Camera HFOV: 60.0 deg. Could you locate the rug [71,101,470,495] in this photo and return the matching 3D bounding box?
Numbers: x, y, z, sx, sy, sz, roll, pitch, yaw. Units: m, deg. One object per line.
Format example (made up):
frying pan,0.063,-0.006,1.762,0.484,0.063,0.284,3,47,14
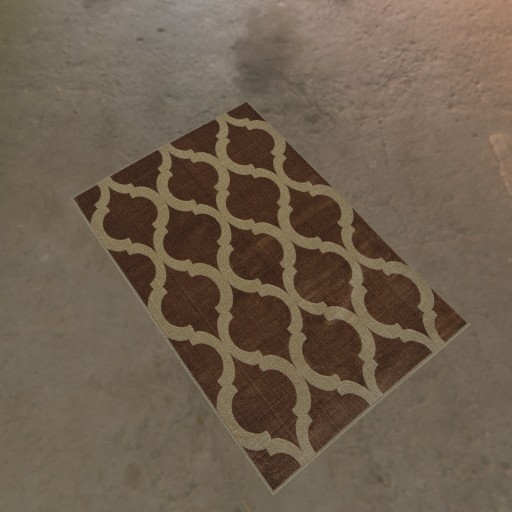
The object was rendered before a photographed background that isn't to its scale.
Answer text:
rug,0.000,0.000,2.878,1.526,0.014,2.290,-34,68,-15
